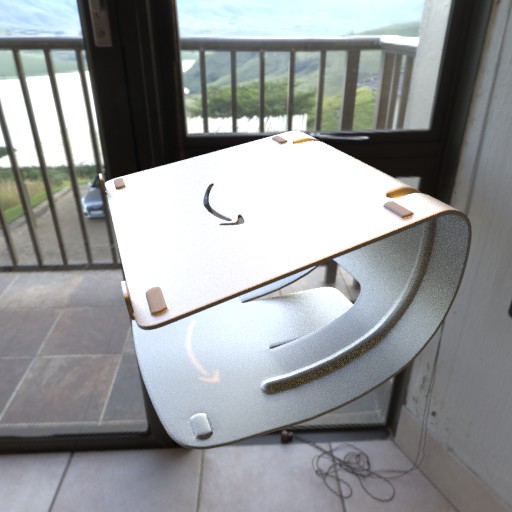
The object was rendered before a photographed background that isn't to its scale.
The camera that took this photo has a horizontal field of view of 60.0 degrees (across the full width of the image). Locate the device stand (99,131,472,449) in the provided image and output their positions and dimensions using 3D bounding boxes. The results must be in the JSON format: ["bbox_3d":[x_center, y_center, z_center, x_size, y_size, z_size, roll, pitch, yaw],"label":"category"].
[{"bbox_3d":[0.000,0.000,0.394,0.236,0.155,0.256,-10,30,-18],"label":"device stand"}]
